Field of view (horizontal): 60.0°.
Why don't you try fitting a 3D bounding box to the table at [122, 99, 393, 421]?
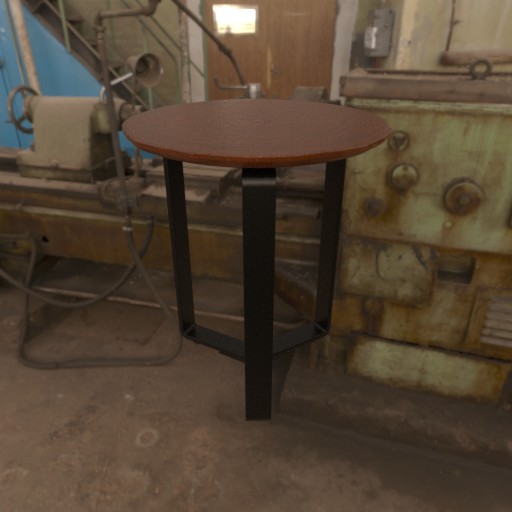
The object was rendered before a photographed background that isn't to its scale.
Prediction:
[{"bbox_3d":[0.000,0.000,0.753,0.380,0.450,0.410,-1,27,-1],"label":"table"}]
